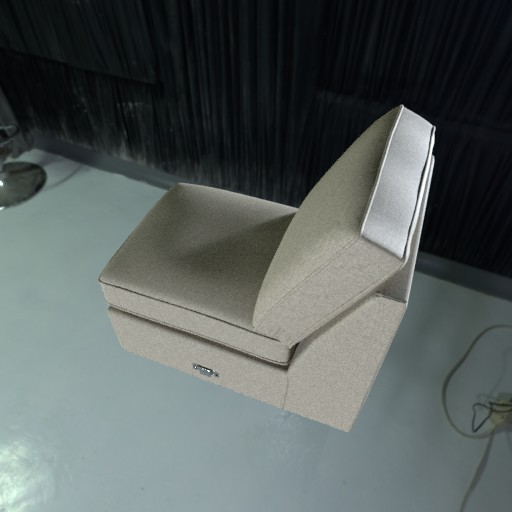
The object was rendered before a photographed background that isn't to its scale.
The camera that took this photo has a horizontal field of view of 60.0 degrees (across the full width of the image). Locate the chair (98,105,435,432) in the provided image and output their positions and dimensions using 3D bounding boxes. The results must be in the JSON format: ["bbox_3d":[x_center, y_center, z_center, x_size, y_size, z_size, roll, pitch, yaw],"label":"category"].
[{"bbox_3d":[0.000,0.000,1.642,1.020,1.058,0.674,16,50,14],"label":"chair"}]
